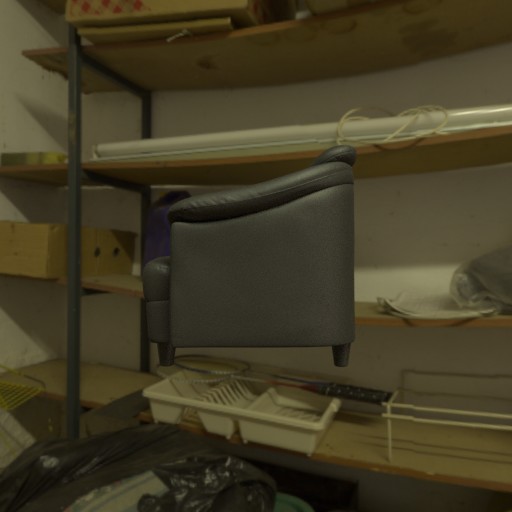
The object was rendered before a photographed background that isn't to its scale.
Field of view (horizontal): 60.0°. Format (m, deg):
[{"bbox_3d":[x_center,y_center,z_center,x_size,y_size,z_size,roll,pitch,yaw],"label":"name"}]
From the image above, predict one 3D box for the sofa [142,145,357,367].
[{"bbox_3d":[0.000,0.000,2.345,0.800,0.811,1.829,0,-1,1],"label":"sofa"}]
